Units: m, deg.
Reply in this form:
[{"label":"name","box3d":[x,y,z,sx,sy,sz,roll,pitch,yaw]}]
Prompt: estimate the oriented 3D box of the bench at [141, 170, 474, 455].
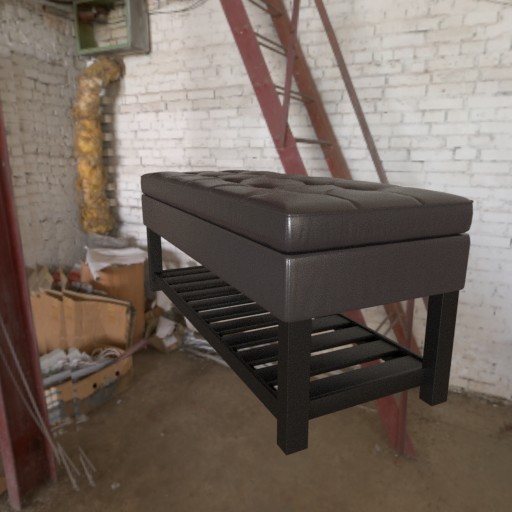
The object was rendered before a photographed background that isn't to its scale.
[{"label":"bench","box3d":[0.000,0.000,1.297,0.432,0.460,1.105,-7,15,-25]}]
